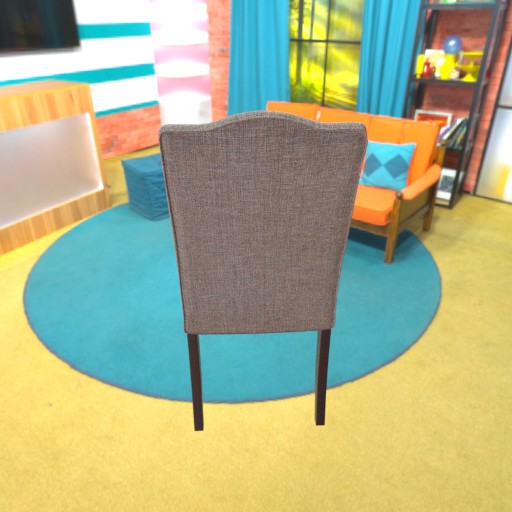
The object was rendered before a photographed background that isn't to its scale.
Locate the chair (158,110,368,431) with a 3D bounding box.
[{"bbox_3d":[0.000,0.000,1.410,0.513,1.016,0.660,-2,29,-3],"label":"chair"}]
